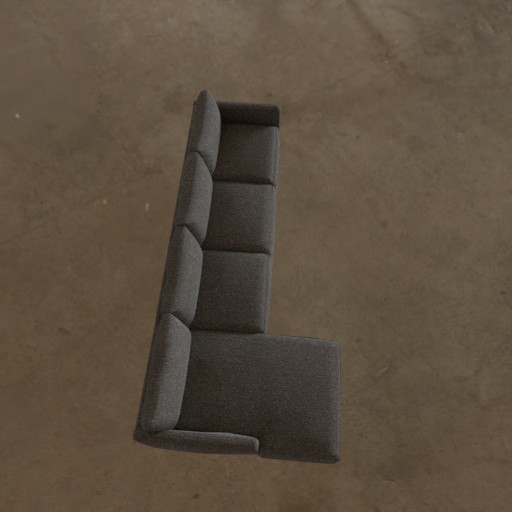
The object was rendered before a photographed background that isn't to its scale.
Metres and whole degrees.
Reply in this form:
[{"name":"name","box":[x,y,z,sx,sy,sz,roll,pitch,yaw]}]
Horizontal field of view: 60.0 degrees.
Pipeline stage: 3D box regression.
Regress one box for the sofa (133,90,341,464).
[{"name":"sofa","box":[0.000,0.000,3.547,1.350,0.810,2.932,4,64,2]}]
